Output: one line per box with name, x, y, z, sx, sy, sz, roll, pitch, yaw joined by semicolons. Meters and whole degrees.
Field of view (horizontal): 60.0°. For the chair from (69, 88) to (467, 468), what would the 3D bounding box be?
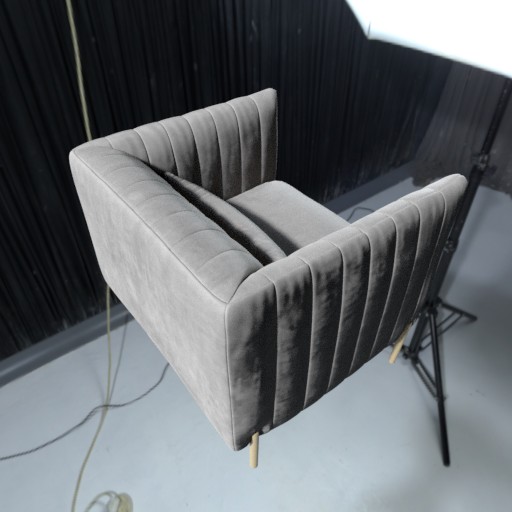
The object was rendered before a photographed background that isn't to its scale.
chair;0.000;0.000;1.588;0.873;0.779;0.981;-27;47;-28
